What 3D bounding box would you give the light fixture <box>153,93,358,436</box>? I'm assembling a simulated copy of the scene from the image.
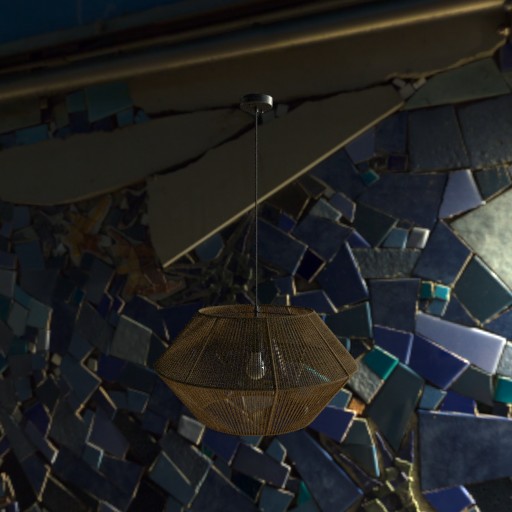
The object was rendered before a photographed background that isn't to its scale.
[{"bbox_3d":[0.000,0.000,1.425,0.643,1.009,0.643,0,-1,0],"label":"light fixture"}]
